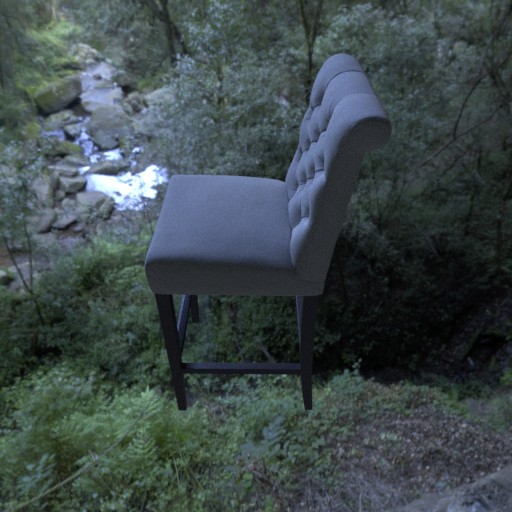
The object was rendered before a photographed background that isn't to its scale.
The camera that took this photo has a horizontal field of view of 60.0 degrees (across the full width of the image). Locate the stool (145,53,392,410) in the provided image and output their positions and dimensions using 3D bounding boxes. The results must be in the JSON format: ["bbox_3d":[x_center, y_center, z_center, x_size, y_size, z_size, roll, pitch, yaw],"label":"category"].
[{"bbox_3d":[0.000,0.000,1.455,0.601,1.140,0.493,0,40,0],"label":"stool"}]
